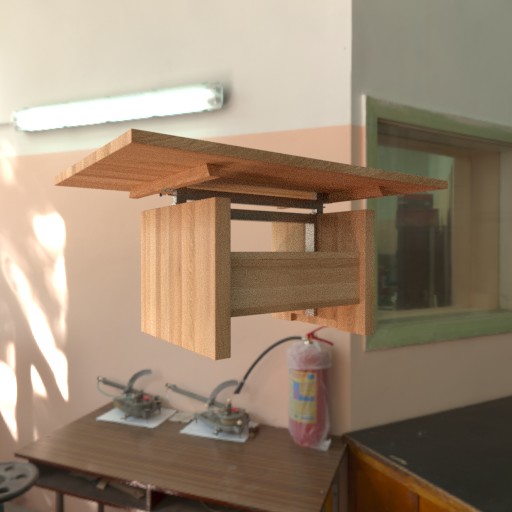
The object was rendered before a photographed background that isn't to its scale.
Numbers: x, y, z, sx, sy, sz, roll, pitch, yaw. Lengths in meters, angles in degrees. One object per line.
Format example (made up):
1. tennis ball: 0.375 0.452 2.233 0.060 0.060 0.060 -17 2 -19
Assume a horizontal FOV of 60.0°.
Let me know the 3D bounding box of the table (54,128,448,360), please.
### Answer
1. table: 0.000 0.000 1.468 1.100 0.510 0.700 0 1 -36
